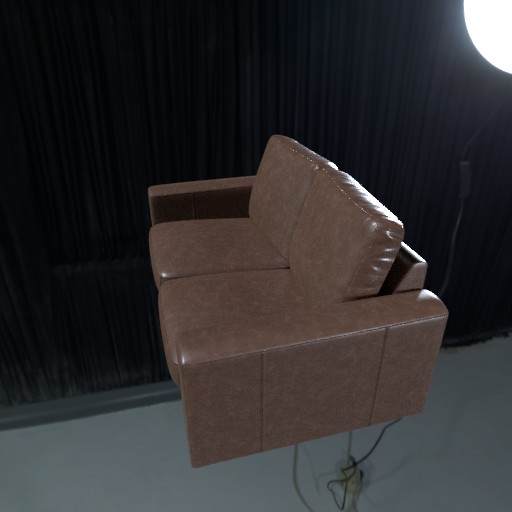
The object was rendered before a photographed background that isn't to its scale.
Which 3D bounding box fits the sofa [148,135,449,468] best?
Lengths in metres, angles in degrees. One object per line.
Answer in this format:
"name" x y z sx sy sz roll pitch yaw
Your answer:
"sofa" 0.000 0.000 2.219 1.016 0.873 1.616 -8 31 -14
